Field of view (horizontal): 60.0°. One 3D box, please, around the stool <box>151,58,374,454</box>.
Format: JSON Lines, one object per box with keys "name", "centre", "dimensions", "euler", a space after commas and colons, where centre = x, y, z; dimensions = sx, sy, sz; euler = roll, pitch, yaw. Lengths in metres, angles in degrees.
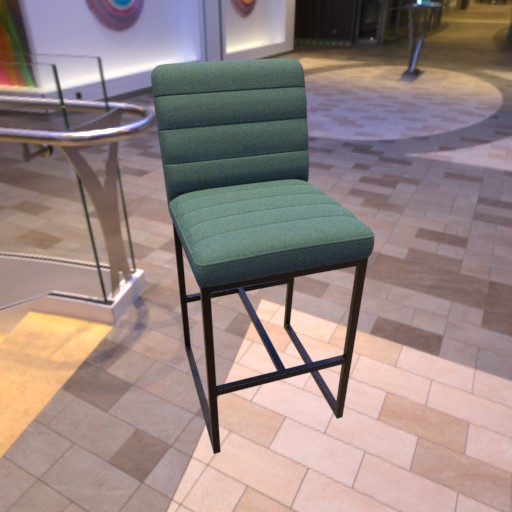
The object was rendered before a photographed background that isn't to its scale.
{"name": "stool", "centre": [0.000, 0.000, 1.349], "dimensions": [0.460, 1.040, 0.560], "euler": [-10, 33, -15]}
